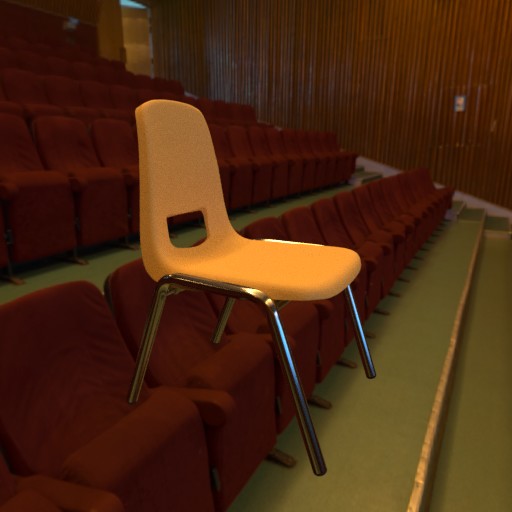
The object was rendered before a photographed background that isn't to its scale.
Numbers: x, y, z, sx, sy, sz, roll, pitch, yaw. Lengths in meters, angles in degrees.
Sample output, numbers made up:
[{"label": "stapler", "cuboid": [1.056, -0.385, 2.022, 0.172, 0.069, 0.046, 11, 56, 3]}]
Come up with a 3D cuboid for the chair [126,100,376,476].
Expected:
[{"label": "chair", "cuboid": [0.000, 0.000, 0.858, 0.423, 0.586, 0.354, 7, 16, 27]}]
